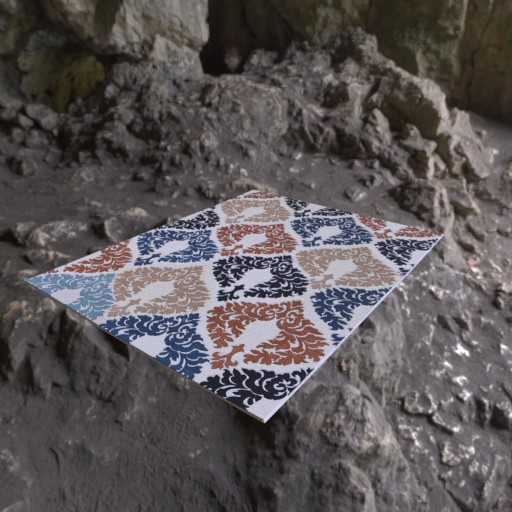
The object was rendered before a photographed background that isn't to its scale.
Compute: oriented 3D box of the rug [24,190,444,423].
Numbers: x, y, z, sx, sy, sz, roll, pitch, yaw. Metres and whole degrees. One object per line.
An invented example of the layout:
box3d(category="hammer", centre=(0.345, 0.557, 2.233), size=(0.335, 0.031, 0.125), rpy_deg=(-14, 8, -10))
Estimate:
box3d(category="rug", centre=(0.000, 0.000, 3.994), size=(2.423, 0.014, 3.040), rpy_deg=(19, 32, 33))
